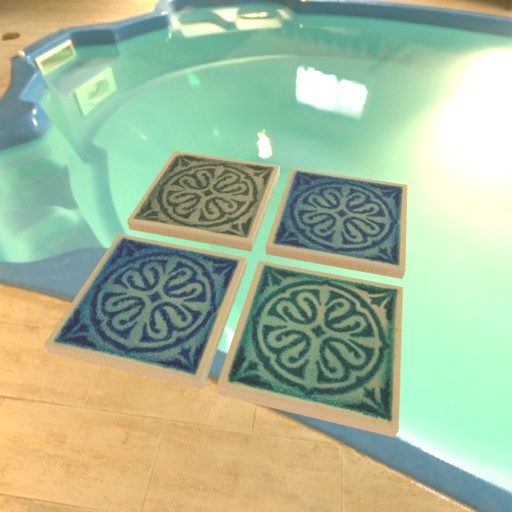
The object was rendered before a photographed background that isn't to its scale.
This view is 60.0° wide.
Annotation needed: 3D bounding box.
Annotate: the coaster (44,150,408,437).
[{"bbox_3d":[0.000,0.000,0.329,0.214,0.010,0.219,10,47,10],"label":"coaster"}]
